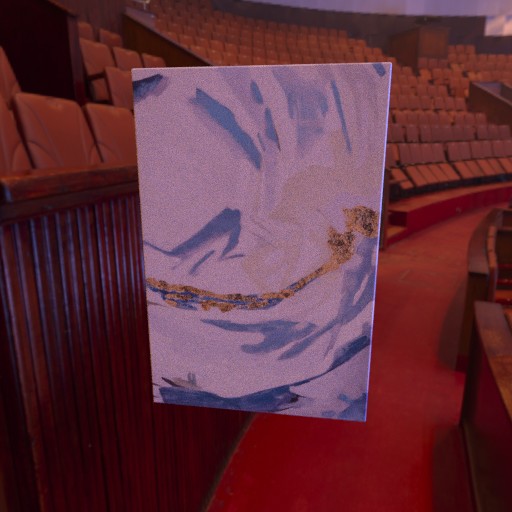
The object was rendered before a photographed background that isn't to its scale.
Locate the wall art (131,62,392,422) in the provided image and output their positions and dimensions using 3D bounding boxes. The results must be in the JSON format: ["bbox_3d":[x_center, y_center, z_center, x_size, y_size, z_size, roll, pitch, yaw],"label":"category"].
[{"bbox_3d":[0.000,0.000,1.147,0.610,0.914,0.016,2,15,9],"label":"wall art"}]
